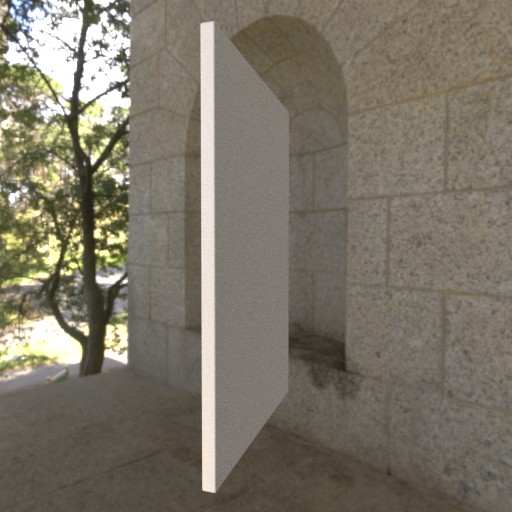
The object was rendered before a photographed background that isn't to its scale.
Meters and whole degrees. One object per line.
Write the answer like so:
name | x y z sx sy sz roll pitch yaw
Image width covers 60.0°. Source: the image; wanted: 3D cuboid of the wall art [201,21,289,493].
wall art | 0.000 0.000 1.030 0.026 0.813 0.556 1 2 17
